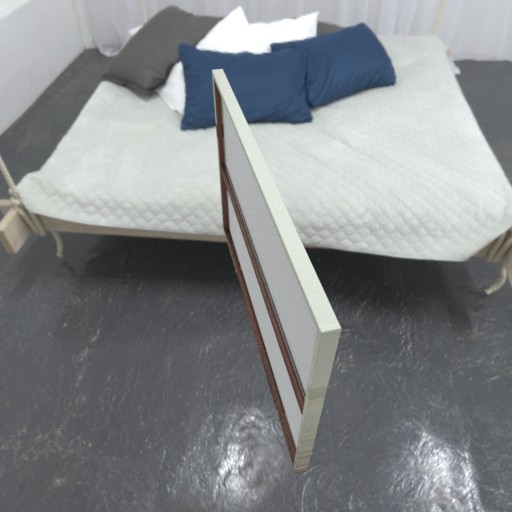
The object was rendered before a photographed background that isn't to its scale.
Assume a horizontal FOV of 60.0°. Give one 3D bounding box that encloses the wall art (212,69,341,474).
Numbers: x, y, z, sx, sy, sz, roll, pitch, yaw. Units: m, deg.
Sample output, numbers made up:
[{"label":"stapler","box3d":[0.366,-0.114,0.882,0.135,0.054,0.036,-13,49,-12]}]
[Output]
[{"label":"wall art","box3d":[0.000,0.000,1.470,0.040,0.765,1.149,-10,47,-10]}]
